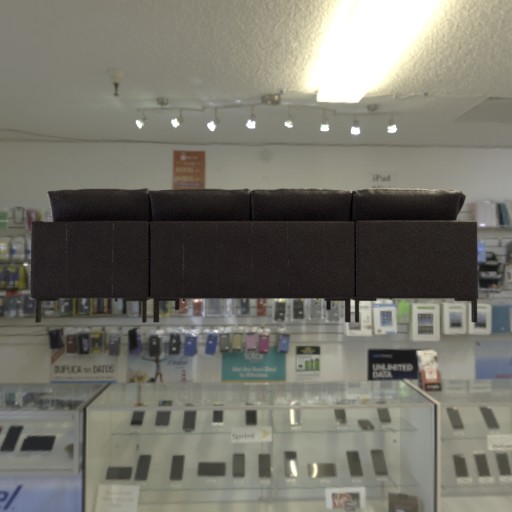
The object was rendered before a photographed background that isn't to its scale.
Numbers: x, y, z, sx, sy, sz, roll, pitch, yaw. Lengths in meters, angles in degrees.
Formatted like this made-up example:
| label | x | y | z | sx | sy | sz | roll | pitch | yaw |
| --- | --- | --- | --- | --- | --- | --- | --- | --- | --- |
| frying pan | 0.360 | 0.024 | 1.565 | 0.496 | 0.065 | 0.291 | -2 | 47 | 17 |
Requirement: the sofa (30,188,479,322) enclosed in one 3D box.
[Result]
| label | x | y | z | sx | sy | sz | roll | pitch | yaw |
| --- | --- | --- | --- | --- | --- | --- | --- | --- | --- |
| sofa | 0.000 | 0.000 | 3.833 | 2.956 | 0.900 | 1.939 | 0 | -1 | 0 |
